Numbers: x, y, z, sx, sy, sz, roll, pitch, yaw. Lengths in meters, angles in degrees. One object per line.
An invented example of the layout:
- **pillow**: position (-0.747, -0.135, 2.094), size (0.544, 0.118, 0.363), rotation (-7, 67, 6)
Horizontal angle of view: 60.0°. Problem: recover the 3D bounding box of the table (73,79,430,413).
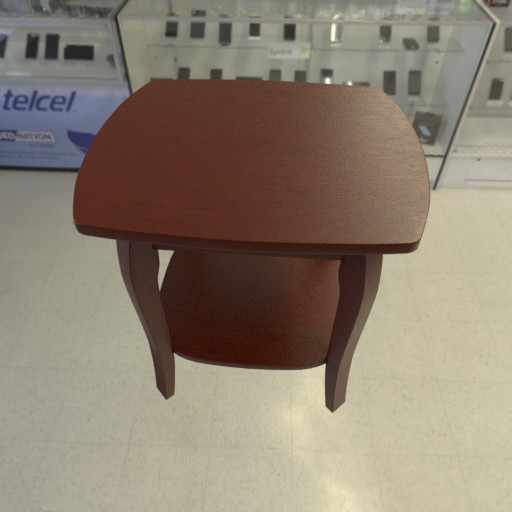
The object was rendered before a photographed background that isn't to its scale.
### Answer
- **table**: position (0.000, 0.000, 0.852), size (0.502, 0.496, 0.433), rotation (3, 46, 3)
